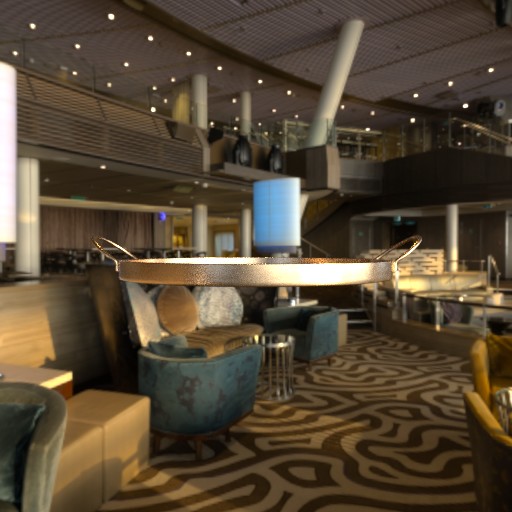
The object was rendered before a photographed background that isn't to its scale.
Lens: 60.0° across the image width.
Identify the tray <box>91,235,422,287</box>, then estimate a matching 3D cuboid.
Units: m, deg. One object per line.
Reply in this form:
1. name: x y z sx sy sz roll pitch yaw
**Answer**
1. tray: 0.000 0.000 0.741 0.543 0.069 0.438 0 1 0
